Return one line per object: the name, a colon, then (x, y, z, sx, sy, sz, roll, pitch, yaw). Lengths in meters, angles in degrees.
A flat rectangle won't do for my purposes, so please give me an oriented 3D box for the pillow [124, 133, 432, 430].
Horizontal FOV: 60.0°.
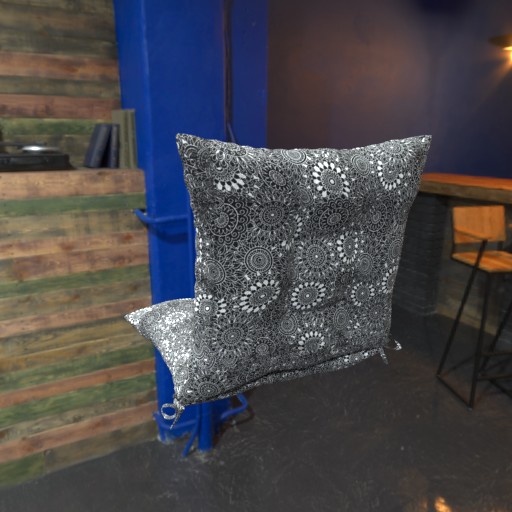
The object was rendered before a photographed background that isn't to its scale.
pillow: (0.000, 0.000, 1.006, 0.541, 0.536, 0.585, -8, 17, -26)
